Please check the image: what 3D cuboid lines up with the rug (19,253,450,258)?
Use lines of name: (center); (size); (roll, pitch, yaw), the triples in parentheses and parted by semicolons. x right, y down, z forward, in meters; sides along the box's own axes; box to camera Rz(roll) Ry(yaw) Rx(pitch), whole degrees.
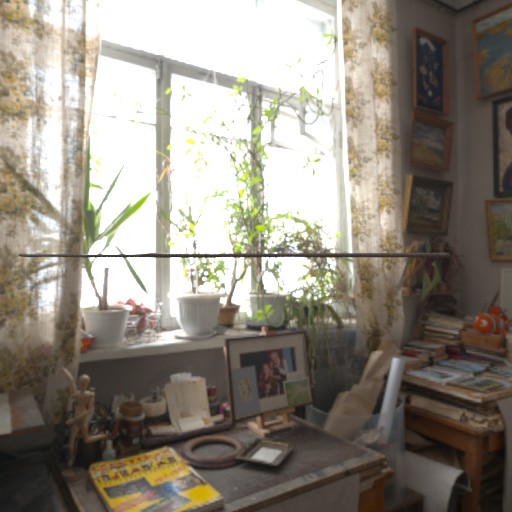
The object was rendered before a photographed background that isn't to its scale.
rug: (0.000, 0.000, 4.055); (3.007, 0.032, 2.434); (0, 0, 17)
